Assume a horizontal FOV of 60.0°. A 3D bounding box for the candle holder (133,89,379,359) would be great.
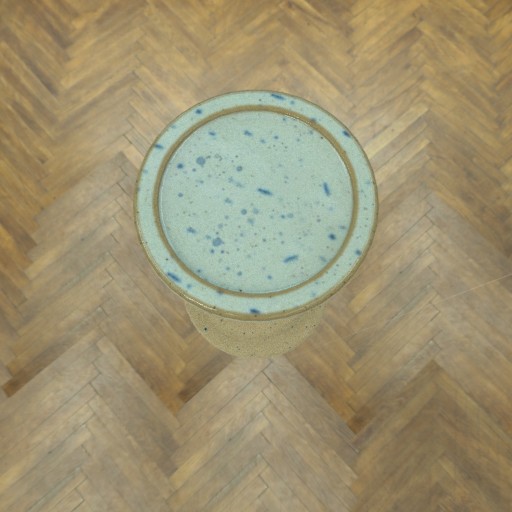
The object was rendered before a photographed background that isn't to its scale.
[{"bbox_3d":[0.000,0.000,0.282,0.123,0.202,0.123,0,76,0],"label":"candle holder"}]
